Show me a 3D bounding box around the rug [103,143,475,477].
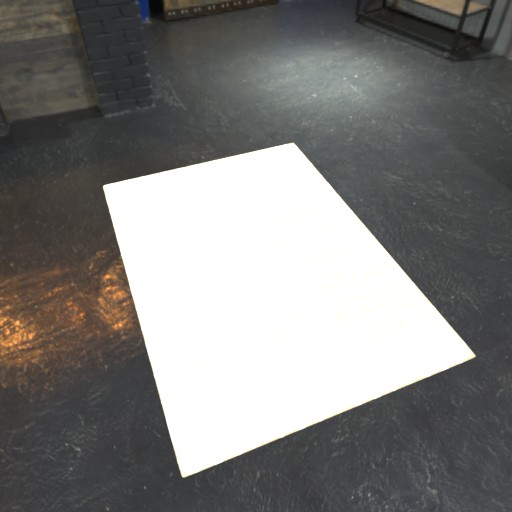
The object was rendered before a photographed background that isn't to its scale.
[{"bbox_3d":[0.000,0.000,2.713,1.524,0.010,2.134,-16,48,-15],"label":"rug"}]
